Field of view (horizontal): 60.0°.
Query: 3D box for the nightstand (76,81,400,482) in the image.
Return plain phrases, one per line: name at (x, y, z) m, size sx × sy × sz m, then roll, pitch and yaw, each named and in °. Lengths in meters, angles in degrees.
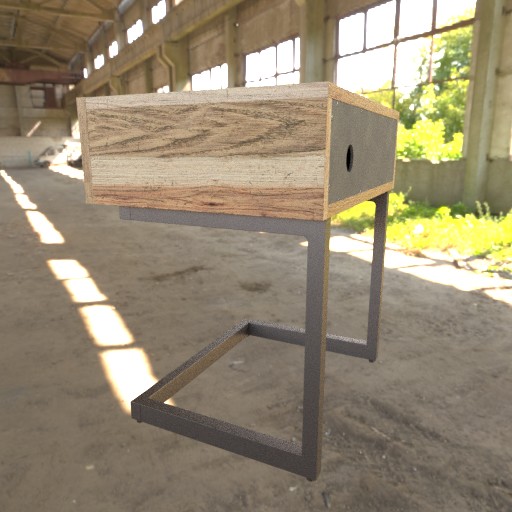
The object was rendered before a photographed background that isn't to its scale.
nightstand at (0.000, 0.000, 0.982) m, size 0.481 × 0.632 × 0.558 m, roll 7°, pitch 15°, yaw 26°
